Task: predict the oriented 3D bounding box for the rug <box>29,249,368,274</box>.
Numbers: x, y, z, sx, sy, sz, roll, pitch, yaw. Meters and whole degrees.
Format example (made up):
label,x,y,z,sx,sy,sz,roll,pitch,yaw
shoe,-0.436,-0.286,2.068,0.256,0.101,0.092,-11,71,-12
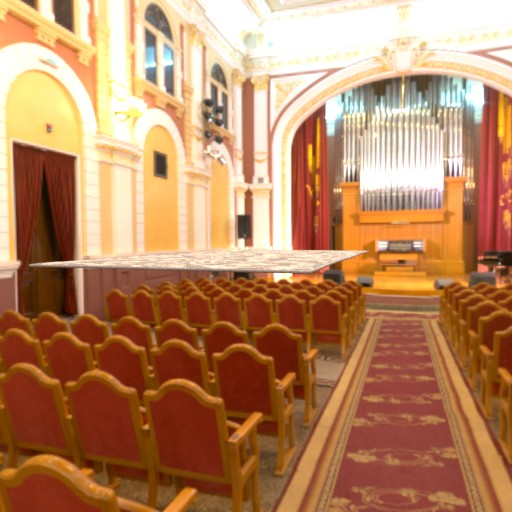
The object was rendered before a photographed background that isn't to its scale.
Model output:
label,x,y,z,sx,sy,sz,roll,pitch,yaw
rug,0.000,0.000,1.417,0.604,0.007,1.219,1,2,19
